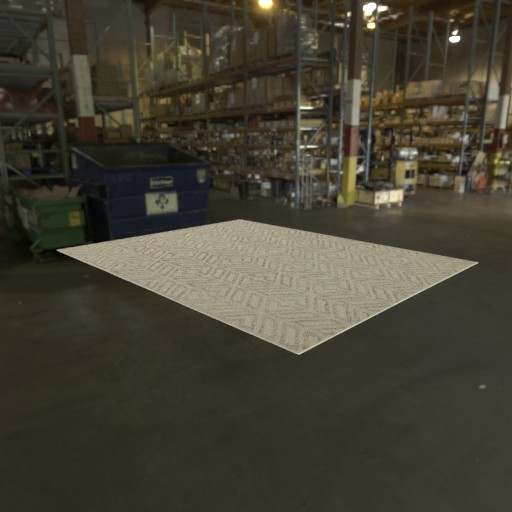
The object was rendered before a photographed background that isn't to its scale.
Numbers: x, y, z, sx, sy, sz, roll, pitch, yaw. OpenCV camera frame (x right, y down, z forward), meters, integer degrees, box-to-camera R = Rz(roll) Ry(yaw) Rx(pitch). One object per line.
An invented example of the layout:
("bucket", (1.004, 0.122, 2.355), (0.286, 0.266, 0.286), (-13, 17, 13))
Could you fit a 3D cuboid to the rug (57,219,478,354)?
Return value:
("rug", (0.000, 0.000, 4.073), (2.421, 0.008, 3.045), (-14, 20, -43))
